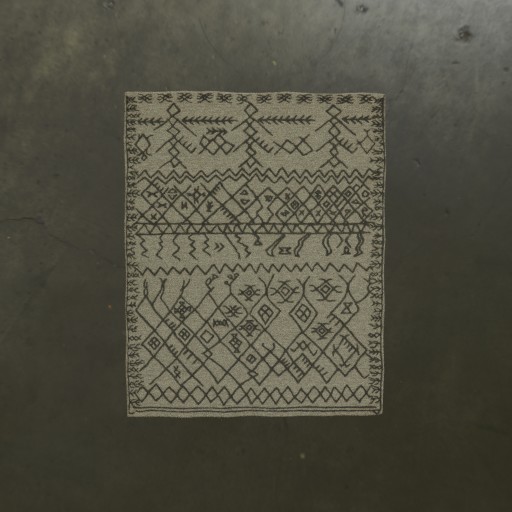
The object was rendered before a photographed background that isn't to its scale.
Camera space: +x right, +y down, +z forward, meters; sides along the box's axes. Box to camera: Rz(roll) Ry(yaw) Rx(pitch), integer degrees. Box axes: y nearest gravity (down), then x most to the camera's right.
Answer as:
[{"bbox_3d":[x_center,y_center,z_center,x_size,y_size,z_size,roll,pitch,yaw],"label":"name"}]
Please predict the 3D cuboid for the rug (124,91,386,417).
[{"bbox_3d":[0.000,0.000,3.342,1.964,0.025,2.455,0,92,-2],"label":"rug"}]
